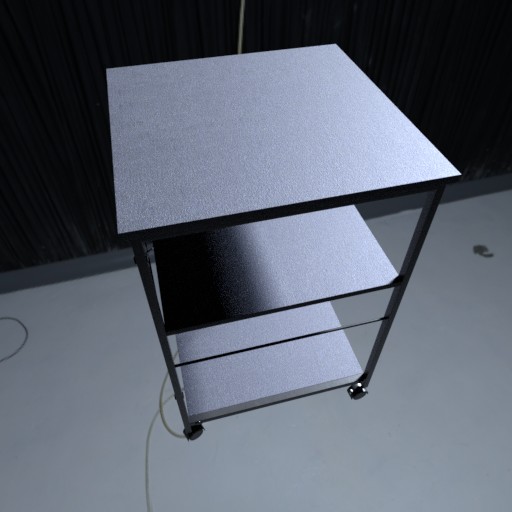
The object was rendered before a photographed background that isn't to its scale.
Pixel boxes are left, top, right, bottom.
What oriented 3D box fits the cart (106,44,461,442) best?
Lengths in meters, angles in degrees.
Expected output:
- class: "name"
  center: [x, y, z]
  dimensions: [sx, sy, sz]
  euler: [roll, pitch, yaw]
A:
- class: "cart"
  center: [0.000, 0.000, 1.088]
  dimensions: [0.520, 0.762, 0.521]
  euler: [-11, 48, -10]
